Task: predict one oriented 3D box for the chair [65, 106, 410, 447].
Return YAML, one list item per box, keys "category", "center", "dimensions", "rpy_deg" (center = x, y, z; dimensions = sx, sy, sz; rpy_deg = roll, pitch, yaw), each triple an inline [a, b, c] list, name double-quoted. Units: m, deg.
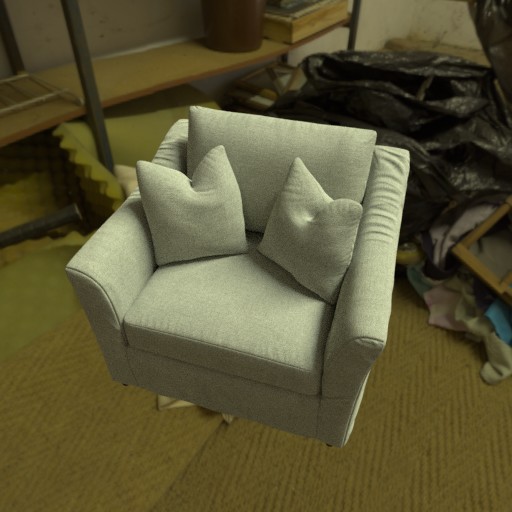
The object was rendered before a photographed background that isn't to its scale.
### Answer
- category: "chair"
  center: [0.000, 0.000, 2.031]
  dimensions: [1.194, 1.059, 1.071]
  rpy_deg: [12, 42, 13]
